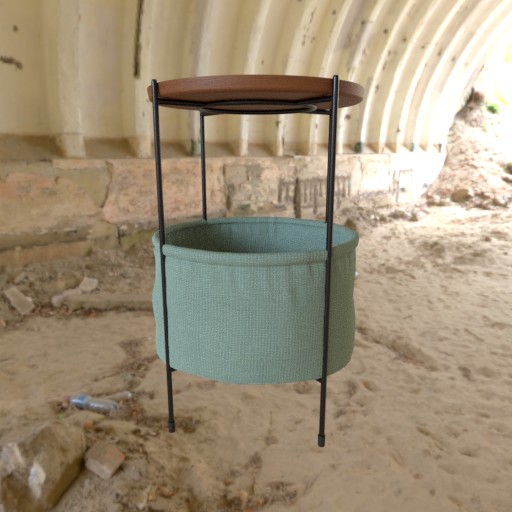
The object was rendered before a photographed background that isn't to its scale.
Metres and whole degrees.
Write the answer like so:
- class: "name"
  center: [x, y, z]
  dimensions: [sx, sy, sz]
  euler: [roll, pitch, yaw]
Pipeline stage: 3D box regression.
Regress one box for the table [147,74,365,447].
- class: "table"
  center: [0.000, 0.000, 0.879]
  dimensions: [0.400, 0.623, 0.400]
  euler: [2, 14, 8]
